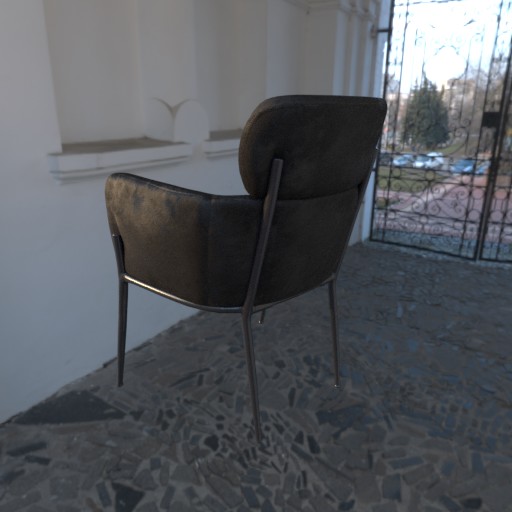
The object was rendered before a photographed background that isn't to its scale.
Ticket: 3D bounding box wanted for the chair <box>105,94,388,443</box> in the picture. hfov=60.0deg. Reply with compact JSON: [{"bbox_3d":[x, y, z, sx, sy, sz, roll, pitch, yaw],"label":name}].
[{"bbox_3d":[0.000,0.000,1.222,0.640,0.818,0.604,-17,24,-42],"label":"chair"}]
